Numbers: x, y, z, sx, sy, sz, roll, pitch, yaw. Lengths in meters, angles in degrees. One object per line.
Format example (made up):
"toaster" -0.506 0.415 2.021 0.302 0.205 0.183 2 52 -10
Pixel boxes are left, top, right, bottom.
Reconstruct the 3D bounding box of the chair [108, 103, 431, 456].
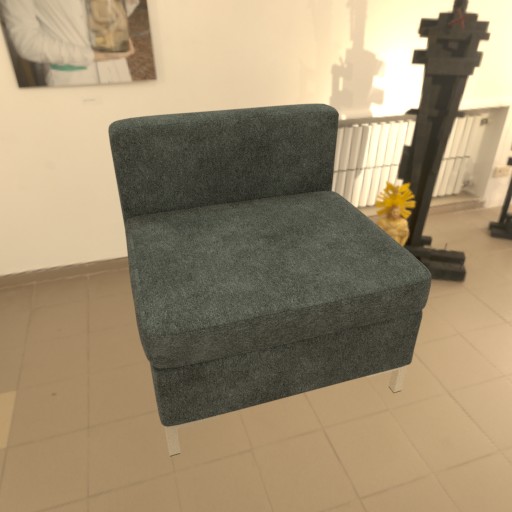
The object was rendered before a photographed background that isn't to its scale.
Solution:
"chair" 0.000 0.000 1.227 0.680 0.660 0.680 -10 33 -15
